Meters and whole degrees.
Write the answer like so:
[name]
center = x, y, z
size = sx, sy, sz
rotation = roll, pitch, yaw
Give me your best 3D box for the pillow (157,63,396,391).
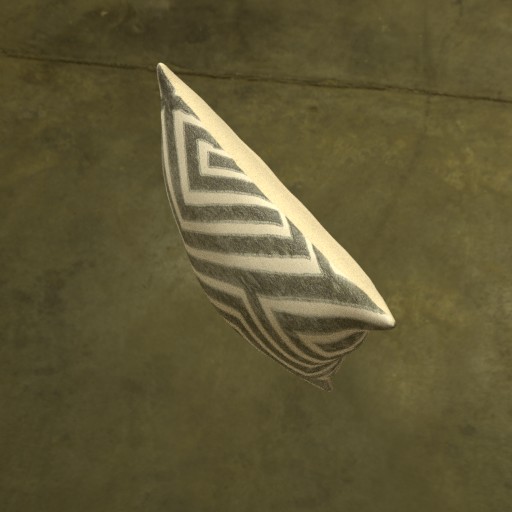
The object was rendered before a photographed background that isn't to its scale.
[pillow]
center = 0.000, 0.000, 0.687
size = 0.182, 0.441, 0.440
rotation = -34, 69, -15
